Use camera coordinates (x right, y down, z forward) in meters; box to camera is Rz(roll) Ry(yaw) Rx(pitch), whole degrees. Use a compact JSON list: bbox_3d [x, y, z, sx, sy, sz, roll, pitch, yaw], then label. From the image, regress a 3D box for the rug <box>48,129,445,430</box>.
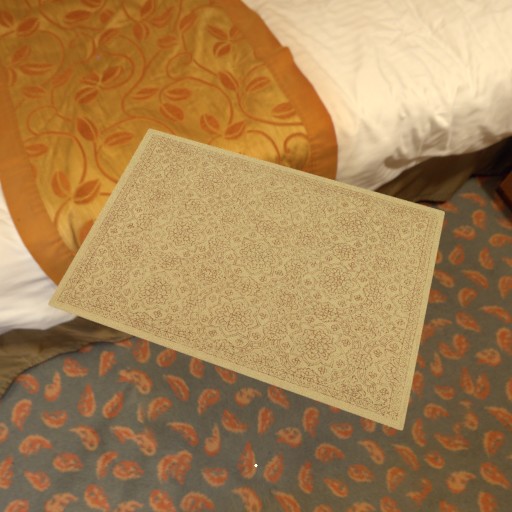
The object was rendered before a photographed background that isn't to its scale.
[{"bbox_3d":[0.000,0.000,2.378,1.829,0.010,1.219,17,66,8],"label":"rug"}]
